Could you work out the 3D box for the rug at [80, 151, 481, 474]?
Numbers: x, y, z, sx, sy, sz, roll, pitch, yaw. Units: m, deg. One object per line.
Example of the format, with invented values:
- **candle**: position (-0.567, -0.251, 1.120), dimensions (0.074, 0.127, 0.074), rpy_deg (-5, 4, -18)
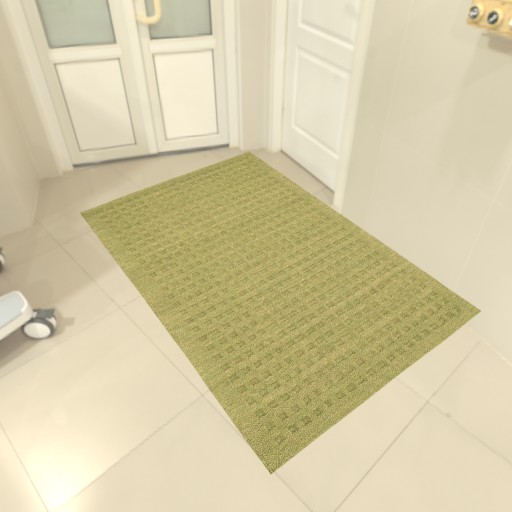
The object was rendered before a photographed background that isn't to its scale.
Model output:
- **rug**: position (0.000, 0.000, 2.894), dimensions (1.529, 0.007, 2.297), rpy_deg (-26, 48, -26)
